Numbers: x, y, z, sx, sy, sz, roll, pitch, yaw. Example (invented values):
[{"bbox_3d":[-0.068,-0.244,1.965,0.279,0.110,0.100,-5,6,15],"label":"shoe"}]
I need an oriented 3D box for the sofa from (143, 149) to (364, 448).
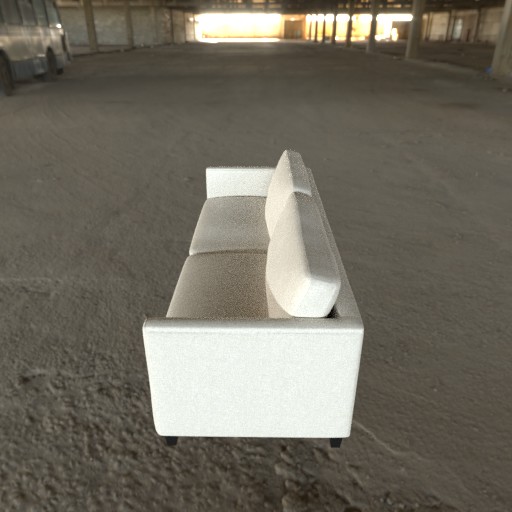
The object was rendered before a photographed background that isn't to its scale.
[{"bbox_3d":[0.000,0.000,3.003,0.948,0.965,2.434,0,27,1],"label":"sofa"}]
